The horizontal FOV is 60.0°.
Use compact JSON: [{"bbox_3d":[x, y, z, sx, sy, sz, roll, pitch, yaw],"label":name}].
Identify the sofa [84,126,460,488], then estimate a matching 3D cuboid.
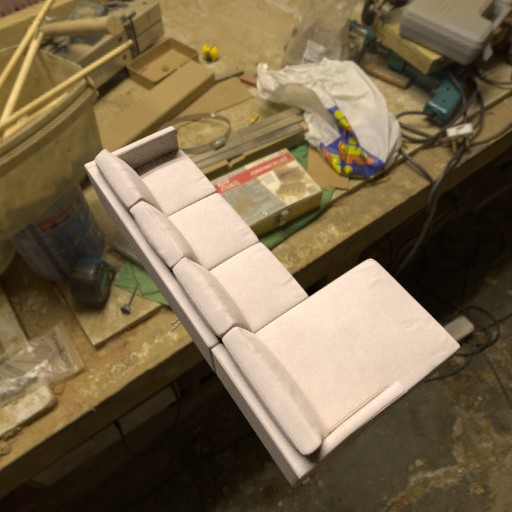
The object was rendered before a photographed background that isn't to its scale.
[{"bbox_3d":[0.000,0.000,3.813,1.625,0.846,3.186,-31,63,-18],"label":"sofa"}]
